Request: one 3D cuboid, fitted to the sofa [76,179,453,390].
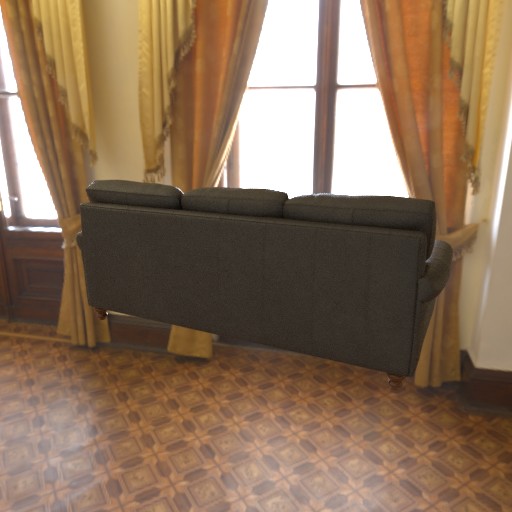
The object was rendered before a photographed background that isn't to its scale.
[{"bbox_3d":[0.000,0.000,2.955,2.387,0.977,0.974,7,17,25],"label":"sofa"}]
